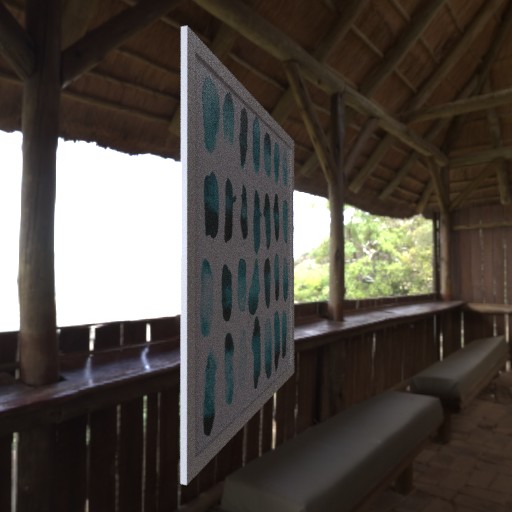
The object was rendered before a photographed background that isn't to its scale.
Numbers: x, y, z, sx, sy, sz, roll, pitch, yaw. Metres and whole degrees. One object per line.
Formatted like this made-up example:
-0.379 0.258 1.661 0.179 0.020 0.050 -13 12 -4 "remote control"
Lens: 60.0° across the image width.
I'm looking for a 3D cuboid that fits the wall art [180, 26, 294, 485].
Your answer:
0.000 0.000 0.805 0.009 0.559 0.558 0 0 18 "wall art"
